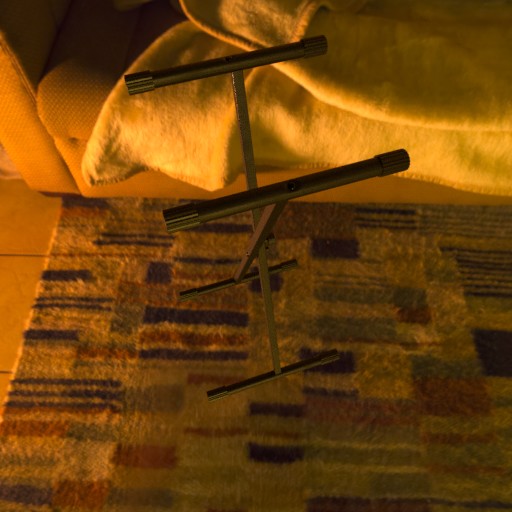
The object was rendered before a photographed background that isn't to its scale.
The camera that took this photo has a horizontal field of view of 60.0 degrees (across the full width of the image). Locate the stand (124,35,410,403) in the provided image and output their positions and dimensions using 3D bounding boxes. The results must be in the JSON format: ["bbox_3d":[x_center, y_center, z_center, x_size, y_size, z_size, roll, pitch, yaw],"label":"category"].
[{"bbox_3d":[0.000,0.000,1.153,0.449,0.940,0.409,-16,60,-10],"label":"stand"}]
